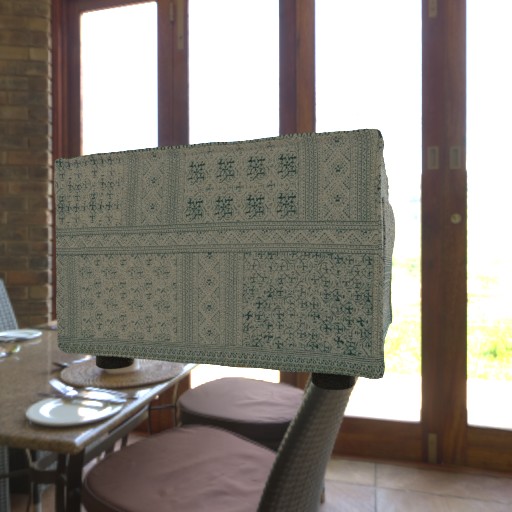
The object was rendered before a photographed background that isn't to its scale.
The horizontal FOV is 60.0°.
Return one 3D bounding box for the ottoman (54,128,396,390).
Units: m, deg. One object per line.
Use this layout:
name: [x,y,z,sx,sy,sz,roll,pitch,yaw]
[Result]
ottoman: [0.000,0.000,1.041,0.626,0.439,0.617,0,0,18]
